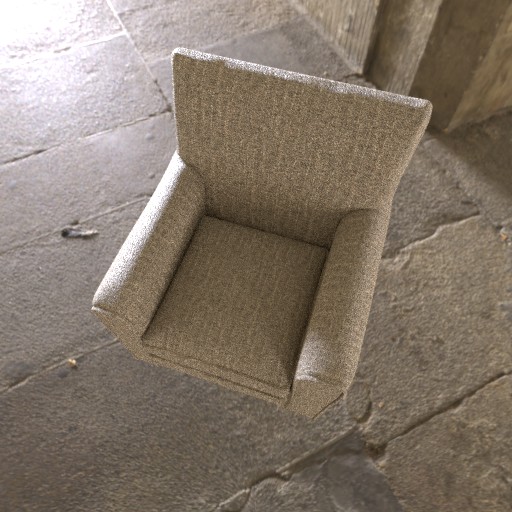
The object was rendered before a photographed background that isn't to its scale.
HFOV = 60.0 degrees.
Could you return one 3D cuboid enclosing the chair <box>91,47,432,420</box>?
[{"bbox_3d":[0.000,0.000,1.606,0.864,0.928,0.873,16,61,9],"label":"chair"}]
